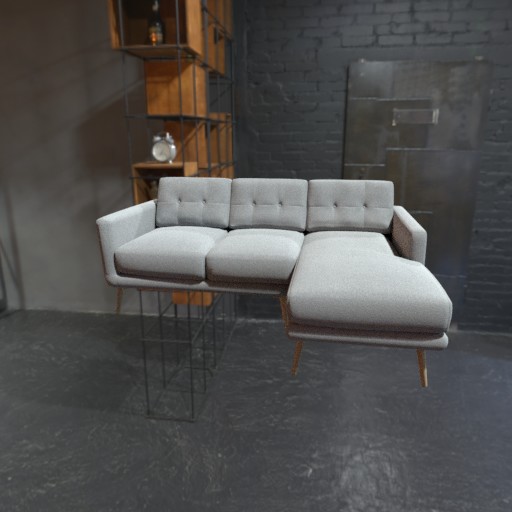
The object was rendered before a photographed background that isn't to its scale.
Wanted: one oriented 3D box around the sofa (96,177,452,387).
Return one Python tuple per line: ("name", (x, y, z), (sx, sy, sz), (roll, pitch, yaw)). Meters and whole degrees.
("sofa", (0.000, 0.000, 2.828), (2.040, 0.860, 1.530), (3, 15, 9))
